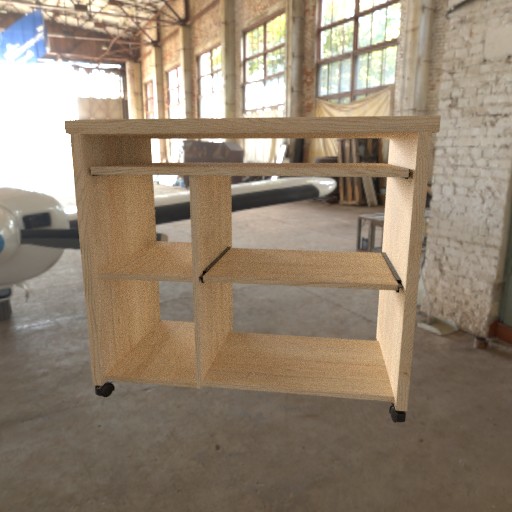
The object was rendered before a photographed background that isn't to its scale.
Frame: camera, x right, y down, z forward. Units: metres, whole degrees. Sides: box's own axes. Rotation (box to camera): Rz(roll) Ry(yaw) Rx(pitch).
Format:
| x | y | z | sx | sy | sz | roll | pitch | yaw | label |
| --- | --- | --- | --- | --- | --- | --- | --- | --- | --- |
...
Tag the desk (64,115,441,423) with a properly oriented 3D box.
| x | y | z | sx | sy | sz | roll | pitch | yaw | label |
| --- | --- | --- | --- | --- | --- | --- | --- | --- | --- |
| 0.000 | 0.000 | 1.344 | 0.885 | 0.770 | 0.480 | 2 | 14 | 9 | desk |
